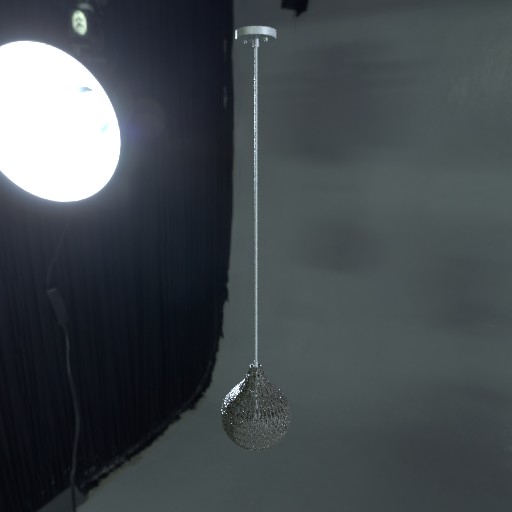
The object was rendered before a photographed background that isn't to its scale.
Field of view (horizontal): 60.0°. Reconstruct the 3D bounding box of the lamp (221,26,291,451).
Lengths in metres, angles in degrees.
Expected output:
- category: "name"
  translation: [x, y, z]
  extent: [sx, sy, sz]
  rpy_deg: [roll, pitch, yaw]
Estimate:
- category: "lamp"
  translation: [0.000, 0.000, 2.068]
  extent: [0.355, 1.919, 0.355]
  rpy_deg: [7, 16, 26]
